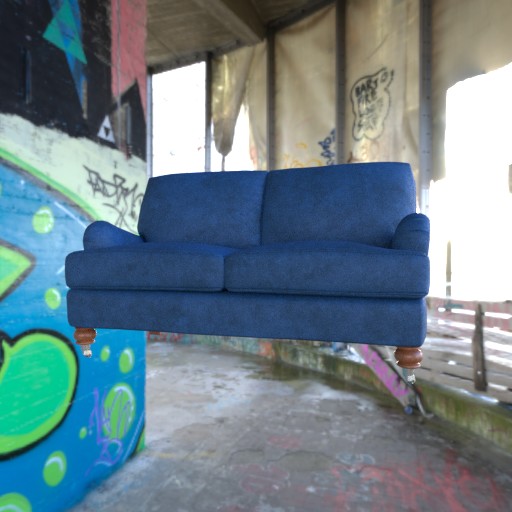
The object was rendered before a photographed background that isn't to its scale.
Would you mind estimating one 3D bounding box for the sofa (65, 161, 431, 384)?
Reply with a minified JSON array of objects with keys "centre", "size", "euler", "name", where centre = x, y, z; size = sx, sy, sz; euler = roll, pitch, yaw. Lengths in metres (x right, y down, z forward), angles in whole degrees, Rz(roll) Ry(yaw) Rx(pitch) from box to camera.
[{"centre":[0.000,0.000,2.552],"size":[1.853,1.101,1.084],"euler":[0,0,17],"name":"sofa"}]
